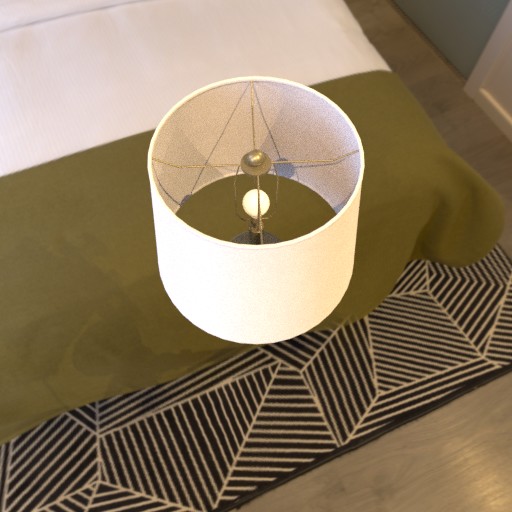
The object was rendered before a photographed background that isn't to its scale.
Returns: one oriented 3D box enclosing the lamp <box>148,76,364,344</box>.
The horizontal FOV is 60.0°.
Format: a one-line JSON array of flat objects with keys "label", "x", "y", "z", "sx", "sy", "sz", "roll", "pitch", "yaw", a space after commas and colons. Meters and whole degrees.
[{"label": "lamp", "x": 0.000, "y": 0.000, "z": 0.564, "sx": 0.239, "sy": 0.399, "sz": 0.239, "roll": 0, "pitch": 63, "yaw": 0}]
